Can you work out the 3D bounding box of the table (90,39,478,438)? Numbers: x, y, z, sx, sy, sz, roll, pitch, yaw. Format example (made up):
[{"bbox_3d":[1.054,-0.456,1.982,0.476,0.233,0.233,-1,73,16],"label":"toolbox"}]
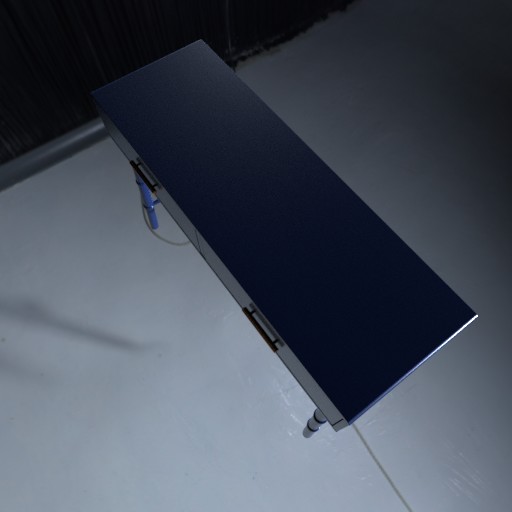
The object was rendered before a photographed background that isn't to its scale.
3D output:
[{"bbox_3d":[0.000,0.000,1.459,0.399,0.749,1.118,-34,69,-15],"label":"table"}]
